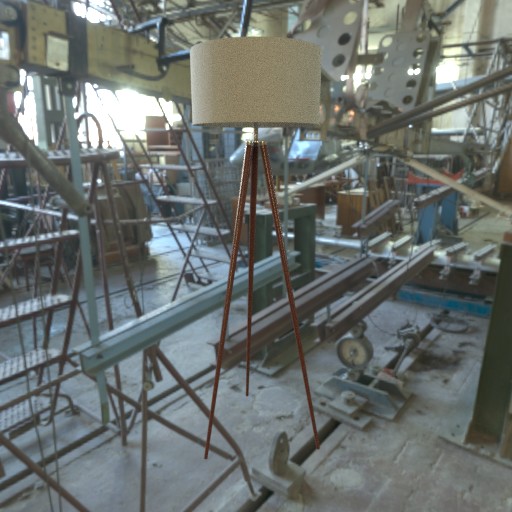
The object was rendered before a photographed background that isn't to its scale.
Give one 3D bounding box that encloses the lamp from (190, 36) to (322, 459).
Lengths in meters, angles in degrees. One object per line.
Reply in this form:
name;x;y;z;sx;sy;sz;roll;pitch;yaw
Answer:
lamp;0.000;0.000;1.825;0.483;1.553;0.483;-2;14;-7
